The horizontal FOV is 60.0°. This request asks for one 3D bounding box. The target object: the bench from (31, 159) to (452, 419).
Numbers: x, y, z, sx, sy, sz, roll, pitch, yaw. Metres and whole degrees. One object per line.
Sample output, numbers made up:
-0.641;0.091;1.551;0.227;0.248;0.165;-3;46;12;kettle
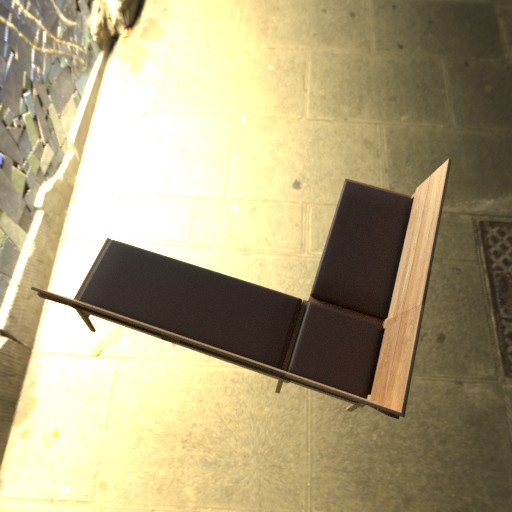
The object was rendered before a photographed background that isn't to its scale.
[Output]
0.000;0.000;2.866;1.975;0.890;1.549;16;65;8;bench
